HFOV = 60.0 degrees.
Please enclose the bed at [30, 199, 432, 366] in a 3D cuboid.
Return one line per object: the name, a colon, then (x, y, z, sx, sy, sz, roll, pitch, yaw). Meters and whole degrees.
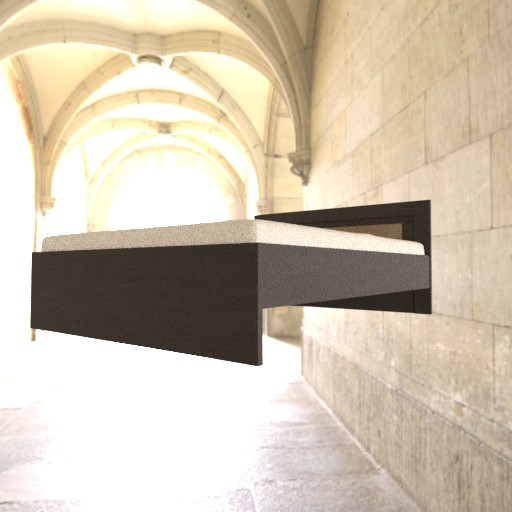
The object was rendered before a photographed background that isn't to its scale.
bed: (0.000, 0.000, 2.826, 1.585, 0.823, 2.073, -1, -2, 37)
